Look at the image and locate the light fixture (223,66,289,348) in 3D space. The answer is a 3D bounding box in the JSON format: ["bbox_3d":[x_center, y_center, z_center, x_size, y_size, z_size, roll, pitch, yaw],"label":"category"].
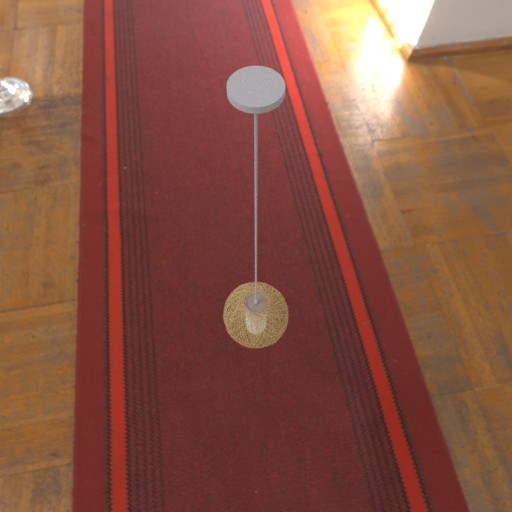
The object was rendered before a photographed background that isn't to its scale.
[{"bbox_3d":[0.000,0.000,2.058,0.406,1.955,0.407,32,66,16],"label":"light fixture"}]
